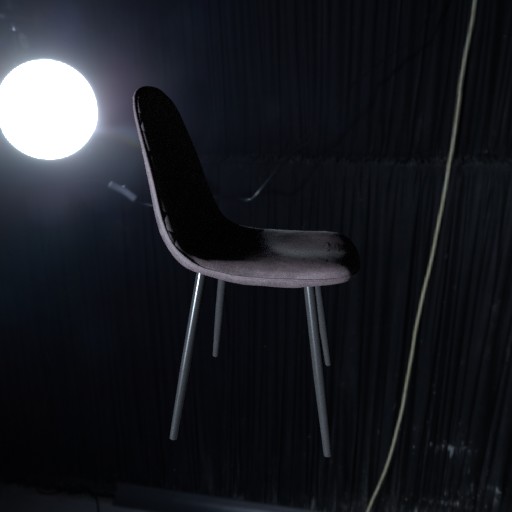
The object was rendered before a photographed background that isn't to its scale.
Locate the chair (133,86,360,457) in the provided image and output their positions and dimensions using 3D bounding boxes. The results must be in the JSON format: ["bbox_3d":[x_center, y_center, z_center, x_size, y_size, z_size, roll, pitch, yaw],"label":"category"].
[{"bbox_3d":[0.000,0.000,1.232,0.561,0.889,0.472,2,16,9],"label":"chair"}]
